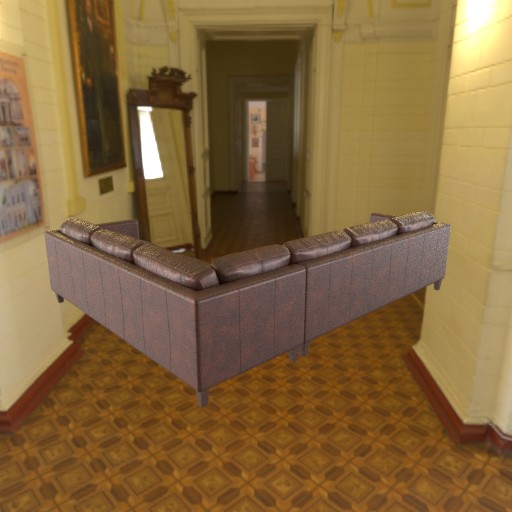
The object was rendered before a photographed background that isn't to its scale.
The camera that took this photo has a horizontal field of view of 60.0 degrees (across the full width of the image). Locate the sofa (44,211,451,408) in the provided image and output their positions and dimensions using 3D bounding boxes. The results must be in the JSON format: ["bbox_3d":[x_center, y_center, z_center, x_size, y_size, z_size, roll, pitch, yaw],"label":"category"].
[{"bbox_3d":[0.000,0.000,4.369,3.152,0.836,2.438,-14,21,-41],"label":"sofa"}]
